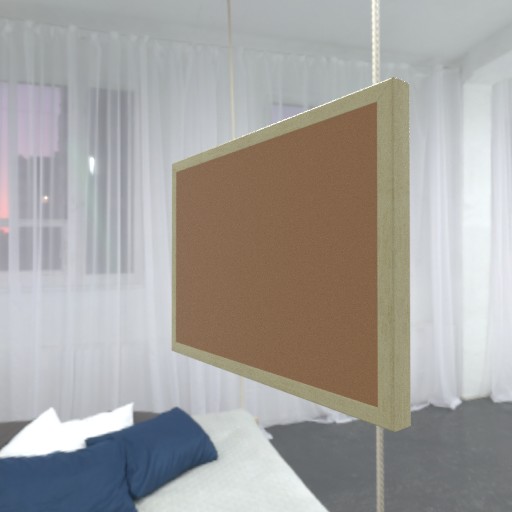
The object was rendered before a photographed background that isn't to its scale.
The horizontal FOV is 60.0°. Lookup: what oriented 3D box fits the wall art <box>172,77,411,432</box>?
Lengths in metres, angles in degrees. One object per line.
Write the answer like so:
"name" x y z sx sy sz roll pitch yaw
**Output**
"wall art" 0.000 0.000 0.697 0.032 0.381 0.533 0 -1 -37
